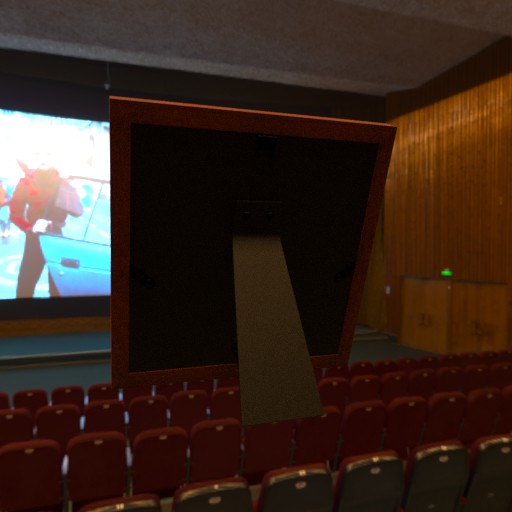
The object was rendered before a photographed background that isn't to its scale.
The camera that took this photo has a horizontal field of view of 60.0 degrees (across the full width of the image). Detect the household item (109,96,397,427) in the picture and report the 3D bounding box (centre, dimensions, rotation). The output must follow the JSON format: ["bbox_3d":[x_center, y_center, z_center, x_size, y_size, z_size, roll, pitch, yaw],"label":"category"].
[{"bbox_3d":[0.000,0.000,0.385,0.240,0.240,0.131,-1,2,-19],"label":"household item"}]
